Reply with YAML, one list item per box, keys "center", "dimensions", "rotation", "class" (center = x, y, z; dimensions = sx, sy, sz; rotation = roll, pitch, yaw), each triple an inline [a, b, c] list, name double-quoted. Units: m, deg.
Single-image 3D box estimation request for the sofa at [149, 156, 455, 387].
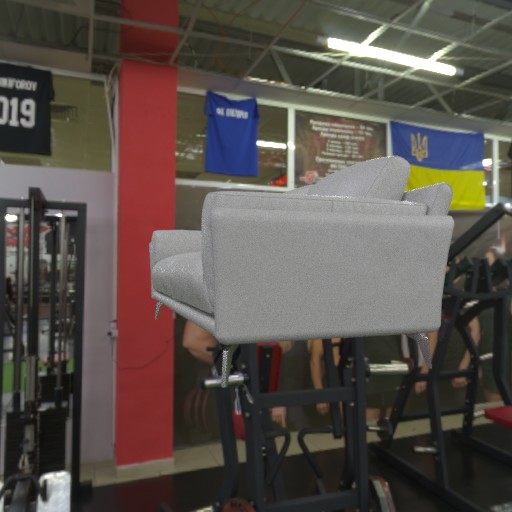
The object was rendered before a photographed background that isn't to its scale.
- center: [0.000, 0.000, 2.600]
  dimensions: [1.049, 0.930, 2.101]
  rotation: [0, -1, -19]
  class: "sofa"
